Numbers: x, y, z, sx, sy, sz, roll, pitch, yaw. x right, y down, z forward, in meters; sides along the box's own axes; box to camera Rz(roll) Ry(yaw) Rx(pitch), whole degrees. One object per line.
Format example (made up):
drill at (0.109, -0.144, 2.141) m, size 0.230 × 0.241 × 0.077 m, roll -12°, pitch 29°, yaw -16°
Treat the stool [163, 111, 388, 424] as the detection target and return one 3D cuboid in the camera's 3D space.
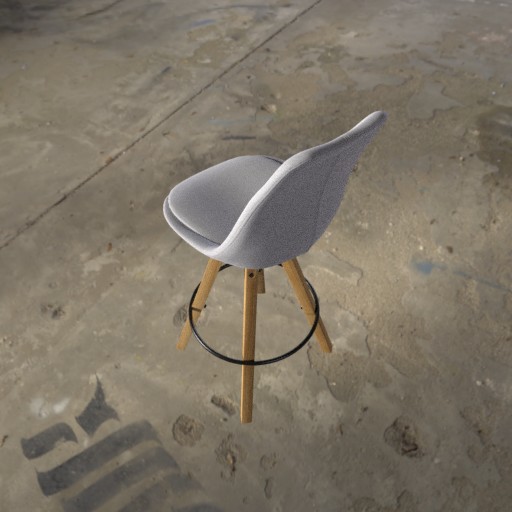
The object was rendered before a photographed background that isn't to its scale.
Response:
stool at (0.000, 0.000, 1.390) m, size 0.484 × 1.115 × 0.550 m, roll -33°, pitch 55°, yaw -27°
